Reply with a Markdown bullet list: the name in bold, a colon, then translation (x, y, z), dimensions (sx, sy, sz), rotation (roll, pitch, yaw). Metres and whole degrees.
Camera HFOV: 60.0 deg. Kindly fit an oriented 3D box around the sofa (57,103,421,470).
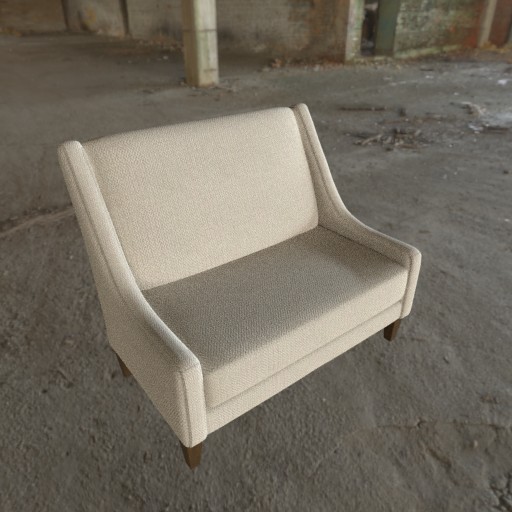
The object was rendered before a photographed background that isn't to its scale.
- **sofa**: translation (0.000, 0.000, 1.903), dimensions (1.242, 1.022, 0.870), rotation (-21, 36, -32)
